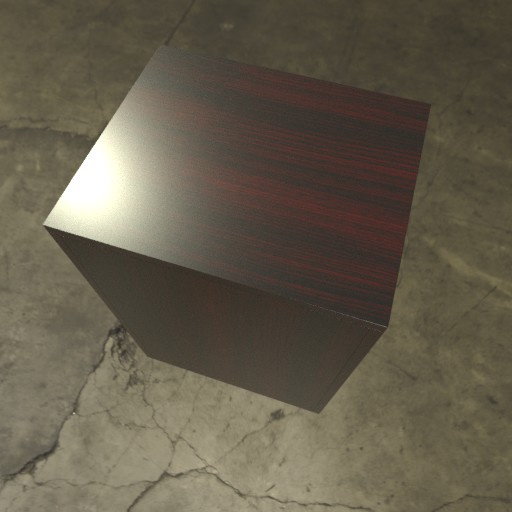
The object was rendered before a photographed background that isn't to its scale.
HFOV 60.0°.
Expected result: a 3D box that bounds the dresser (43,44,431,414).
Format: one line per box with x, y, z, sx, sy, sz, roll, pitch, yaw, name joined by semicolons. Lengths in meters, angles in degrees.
0.000;0.000;0.808;0.400;0.560;0.360;16;63;8;dresser
